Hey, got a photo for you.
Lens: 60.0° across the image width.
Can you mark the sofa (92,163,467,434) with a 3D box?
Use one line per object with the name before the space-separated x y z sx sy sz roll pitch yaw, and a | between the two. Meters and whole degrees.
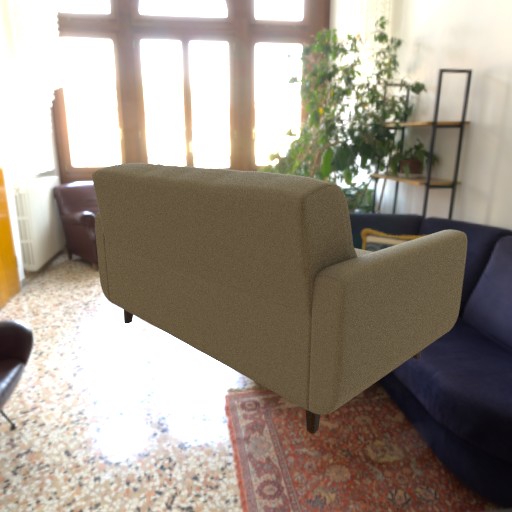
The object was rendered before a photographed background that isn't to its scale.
sofa | 0.000 0.000 2.193 0.980 0.892 1.655 -14 20 -42
